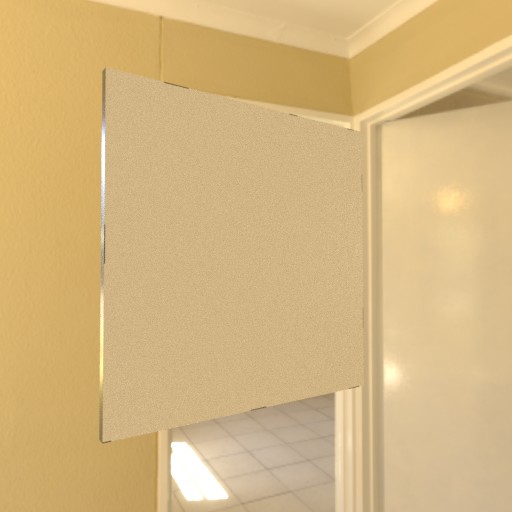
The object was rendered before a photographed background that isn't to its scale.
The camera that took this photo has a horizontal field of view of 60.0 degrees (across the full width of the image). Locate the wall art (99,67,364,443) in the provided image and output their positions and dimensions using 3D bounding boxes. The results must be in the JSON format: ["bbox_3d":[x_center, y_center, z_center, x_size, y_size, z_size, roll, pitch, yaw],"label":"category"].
[{"bbox_3d":[0.000,0.000,0.655,0.446,0.445,0.014,1,-2,-35],"label":"wall art"}]
